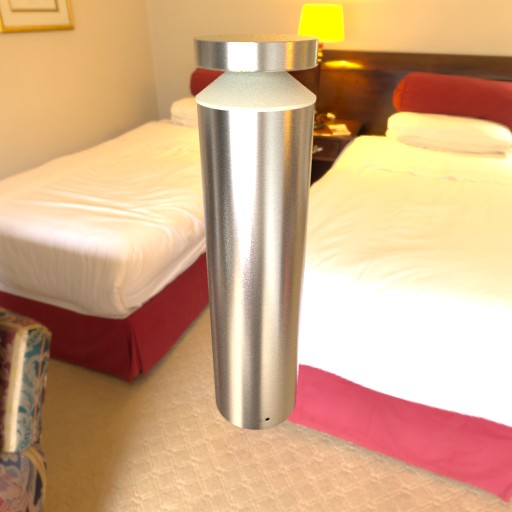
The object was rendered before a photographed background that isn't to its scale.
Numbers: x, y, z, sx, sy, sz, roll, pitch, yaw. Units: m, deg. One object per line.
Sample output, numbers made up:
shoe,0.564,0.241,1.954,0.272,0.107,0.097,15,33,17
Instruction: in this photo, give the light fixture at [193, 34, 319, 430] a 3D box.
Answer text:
light fixture,0.000,0.000,0.452,0.102,0.400,0.102,-7,30,-13
